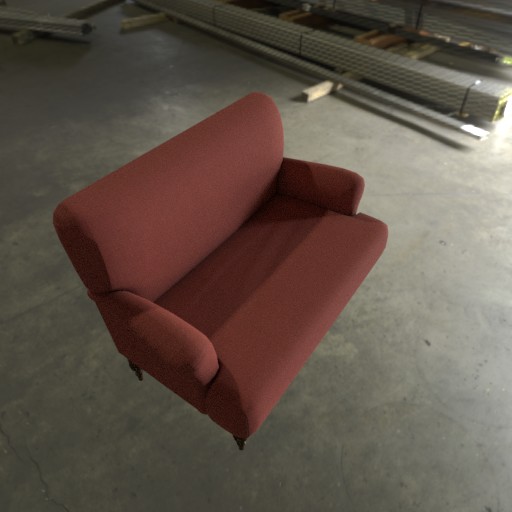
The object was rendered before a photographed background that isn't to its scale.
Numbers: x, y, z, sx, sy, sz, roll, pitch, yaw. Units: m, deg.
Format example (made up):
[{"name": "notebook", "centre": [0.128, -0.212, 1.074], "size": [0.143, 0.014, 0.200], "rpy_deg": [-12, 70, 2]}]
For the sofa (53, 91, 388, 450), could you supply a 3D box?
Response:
[{"name": "sofa", "centre": [0.000, 0.000, 1.870], "size": [0.779, 0.889, 1.297], "rpy_deg": [25, 47, 25]}]
